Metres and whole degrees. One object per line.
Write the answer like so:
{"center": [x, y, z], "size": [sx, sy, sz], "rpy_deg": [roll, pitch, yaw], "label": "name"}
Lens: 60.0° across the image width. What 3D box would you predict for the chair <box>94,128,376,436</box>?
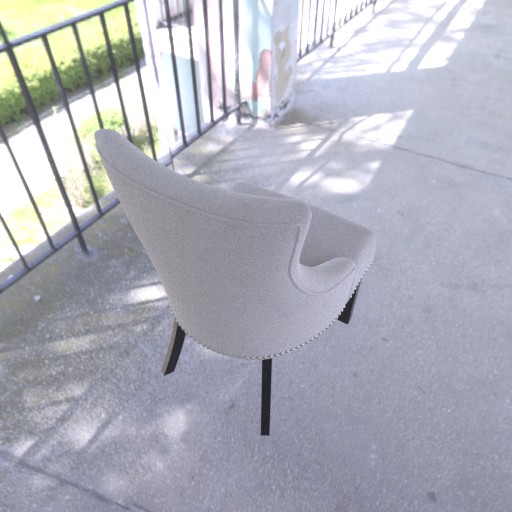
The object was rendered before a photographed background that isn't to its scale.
{"center": [0.000, 0.000, 1.301], "size": [0.566, 0.909, 0.629], "rpy_deg": [24, 51, 21], "label": "chair"}
